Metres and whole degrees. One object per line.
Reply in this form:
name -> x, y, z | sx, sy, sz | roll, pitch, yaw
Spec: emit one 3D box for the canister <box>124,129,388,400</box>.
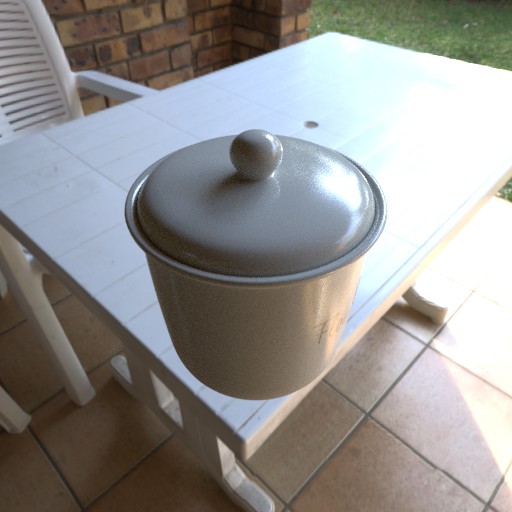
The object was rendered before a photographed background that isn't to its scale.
canister -> 0.000, 0.000, 0.352 | 0.182, 0.208, 0.182 | 0, 41, 0
